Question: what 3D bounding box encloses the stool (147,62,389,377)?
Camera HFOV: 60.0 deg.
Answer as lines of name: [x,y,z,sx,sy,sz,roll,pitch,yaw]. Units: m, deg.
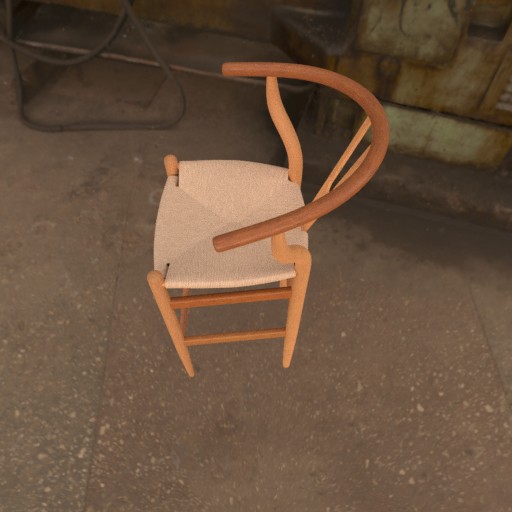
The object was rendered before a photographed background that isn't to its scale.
stool: [0.000,0.000,1.377,0.561,1.068,0.574,0,57,0]
